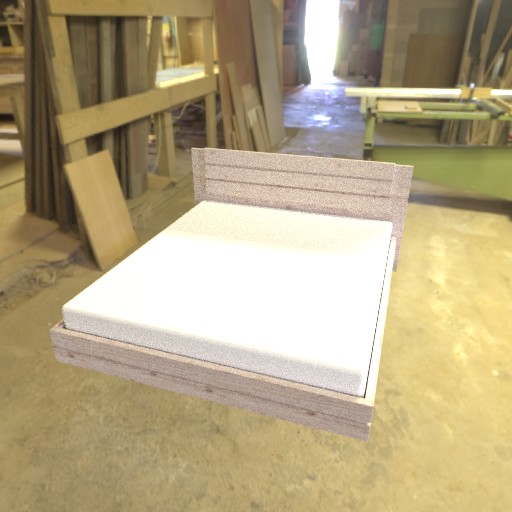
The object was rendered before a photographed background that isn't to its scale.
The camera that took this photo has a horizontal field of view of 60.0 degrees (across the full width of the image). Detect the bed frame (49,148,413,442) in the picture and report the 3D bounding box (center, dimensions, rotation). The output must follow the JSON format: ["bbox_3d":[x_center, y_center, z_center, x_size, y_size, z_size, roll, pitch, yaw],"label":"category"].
[{"bbox_3d":[0.000,0.000,3.151,1.950,0.970,2.080,9,28,17],"label":"bed frame"}]
